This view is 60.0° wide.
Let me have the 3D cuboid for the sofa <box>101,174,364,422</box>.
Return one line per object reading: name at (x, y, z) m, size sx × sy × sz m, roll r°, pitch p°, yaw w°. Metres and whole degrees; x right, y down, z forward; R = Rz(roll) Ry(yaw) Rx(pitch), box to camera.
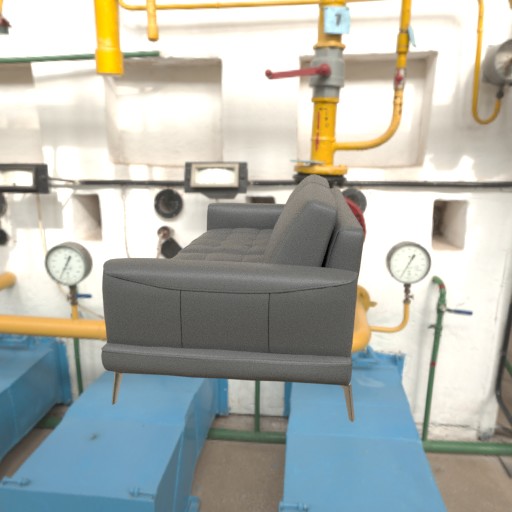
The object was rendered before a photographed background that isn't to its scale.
sofa at (0.000, 0.000, 2.795) m, size 1.121 × 0.930 × 2.177 m, roll 2°, pitch 14°, yaw 7°
